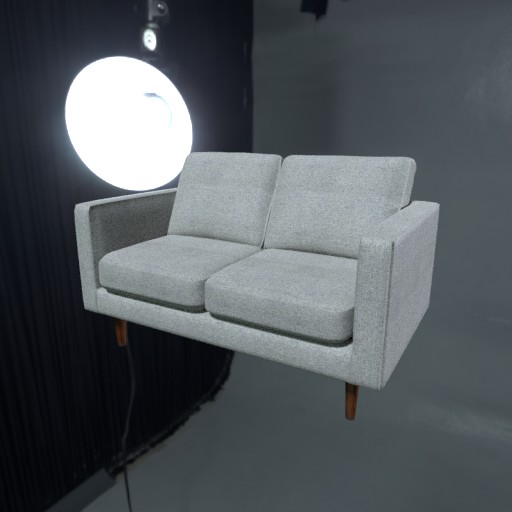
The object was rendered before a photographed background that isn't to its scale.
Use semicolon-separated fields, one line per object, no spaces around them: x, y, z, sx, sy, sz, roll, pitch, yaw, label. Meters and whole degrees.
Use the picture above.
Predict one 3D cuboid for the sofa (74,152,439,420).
0.000;0.000;2.204;1.527;0.973;0.969;9;17;29;sofa
